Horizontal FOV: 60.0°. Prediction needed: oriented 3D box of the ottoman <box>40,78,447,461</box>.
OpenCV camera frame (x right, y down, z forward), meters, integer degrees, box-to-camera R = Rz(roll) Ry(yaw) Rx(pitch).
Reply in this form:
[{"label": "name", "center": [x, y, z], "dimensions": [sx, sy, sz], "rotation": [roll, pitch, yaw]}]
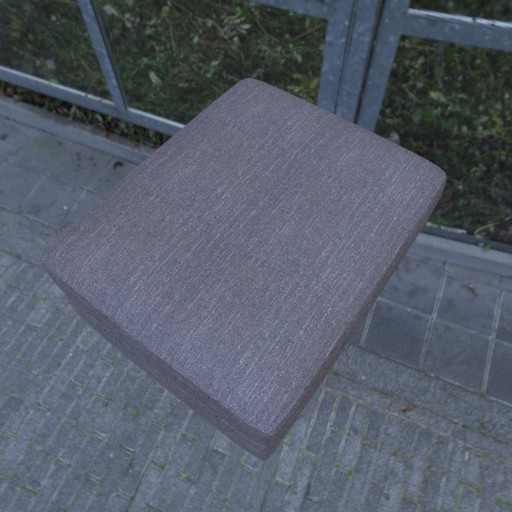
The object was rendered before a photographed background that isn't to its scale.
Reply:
[{"label": "ottoman", "center": [0.000, 0.000, 1.220], "dimensions": [0.671, 0.490, 0.820], "rotation": [32, 64, 18]}]
